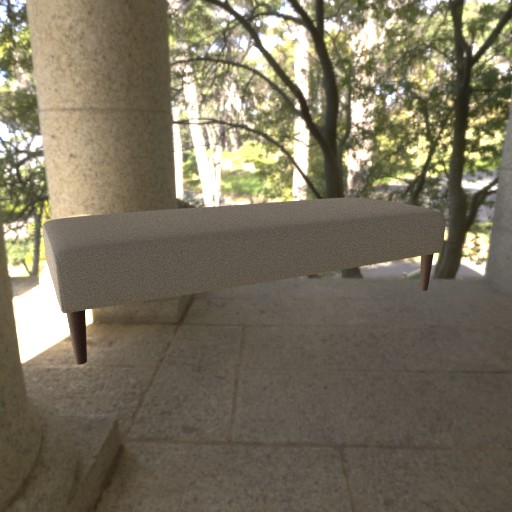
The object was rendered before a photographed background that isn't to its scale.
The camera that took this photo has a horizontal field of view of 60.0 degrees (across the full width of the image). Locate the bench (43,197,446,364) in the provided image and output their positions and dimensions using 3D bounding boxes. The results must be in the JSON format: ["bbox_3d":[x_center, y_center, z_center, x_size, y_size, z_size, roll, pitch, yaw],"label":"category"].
[{"bbox_3d":[0.000,0.000,1.902,1.609,0.393,0.646,-7,16,-27],"label":"bench"}]
